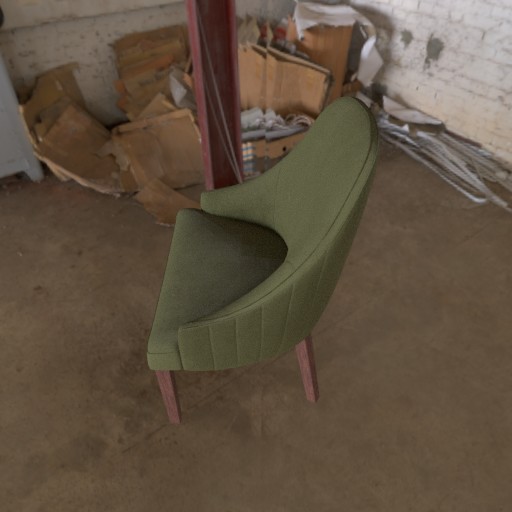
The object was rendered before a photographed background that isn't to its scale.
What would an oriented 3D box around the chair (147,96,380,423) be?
[{"bbox_3d":[0.000,0.000,1.335,0.575,0.889,0.643,0,42,0],"label":"chair"}]
